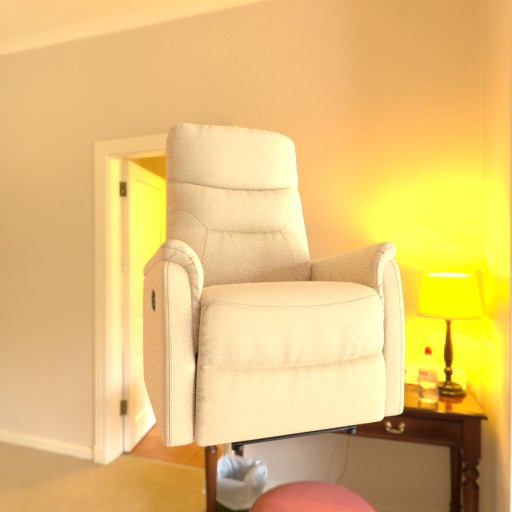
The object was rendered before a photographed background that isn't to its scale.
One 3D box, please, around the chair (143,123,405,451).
[{"bbox_3d":[0.000,0.000,1.631,0.775,1.082,0.831,0,1,-19],"label":"chair"}]
